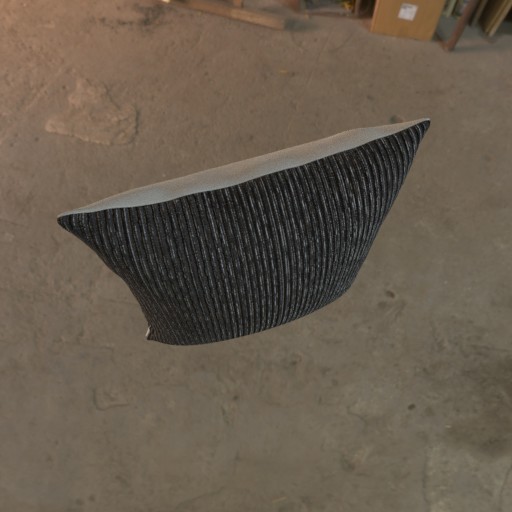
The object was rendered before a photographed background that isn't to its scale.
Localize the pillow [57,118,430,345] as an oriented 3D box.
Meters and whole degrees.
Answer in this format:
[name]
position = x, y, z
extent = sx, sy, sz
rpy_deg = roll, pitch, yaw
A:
[pillow]
position = 0.000, 0.000, 0.675
extent = 0.433, 0.434, 0.196
rpy_deg = -17, 64, -8
